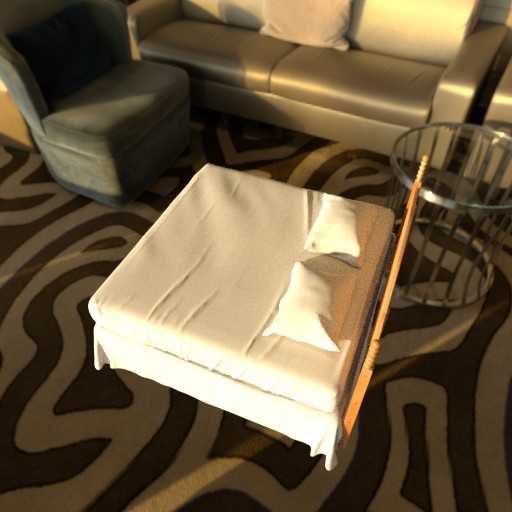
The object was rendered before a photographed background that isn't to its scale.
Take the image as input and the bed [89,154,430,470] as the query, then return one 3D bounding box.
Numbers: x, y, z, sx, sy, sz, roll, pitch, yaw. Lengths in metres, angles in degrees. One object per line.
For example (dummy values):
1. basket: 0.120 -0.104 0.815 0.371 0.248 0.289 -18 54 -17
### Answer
1. bed: 0.000 0.000 3.667 2.219 1.355 2.322 17 48 15
